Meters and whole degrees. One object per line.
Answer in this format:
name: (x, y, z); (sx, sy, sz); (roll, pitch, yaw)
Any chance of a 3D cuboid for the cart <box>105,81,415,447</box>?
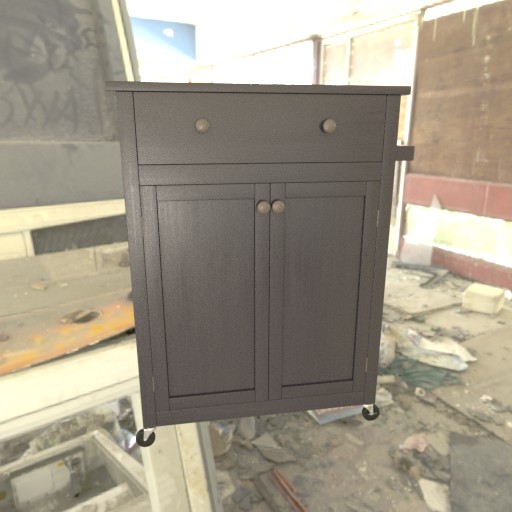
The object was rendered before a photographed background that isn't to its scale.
cart: (0.000, 0.000, 1.260); (0.690, 0.878, 0.449); (-3, 16, -9)
